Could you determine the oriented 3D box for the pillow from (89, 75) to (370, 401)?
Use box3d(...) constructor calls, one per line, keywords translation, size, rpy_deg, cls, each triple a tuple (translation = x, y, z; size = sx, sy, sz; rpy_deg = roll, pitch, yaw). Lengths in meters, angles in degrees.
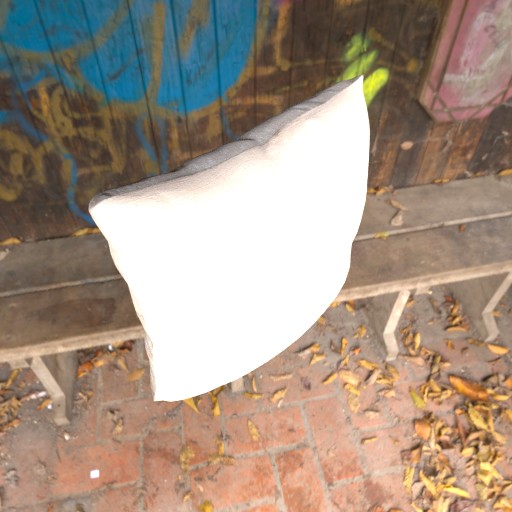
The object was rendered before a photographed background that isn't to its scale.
box3d(translation=(0.000, 0.000, 0.703), size=(0.450, 0.448, 0.245), rpy_deg=(-32, 55, -26), cls="pillow")
